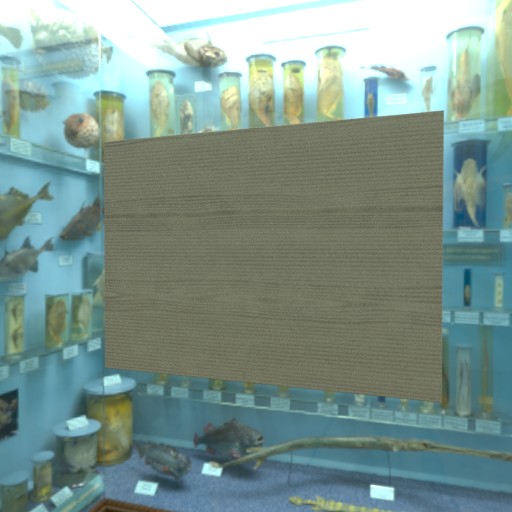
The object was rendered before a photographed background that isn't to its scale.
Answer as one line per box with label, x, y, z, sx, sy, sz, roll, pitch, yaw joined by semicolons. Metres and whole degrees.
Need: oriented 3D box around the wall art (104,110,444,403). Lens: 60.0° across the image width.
wall art;0.000;0.000;1.086;0.841;0.609;0.063;0;1;19
